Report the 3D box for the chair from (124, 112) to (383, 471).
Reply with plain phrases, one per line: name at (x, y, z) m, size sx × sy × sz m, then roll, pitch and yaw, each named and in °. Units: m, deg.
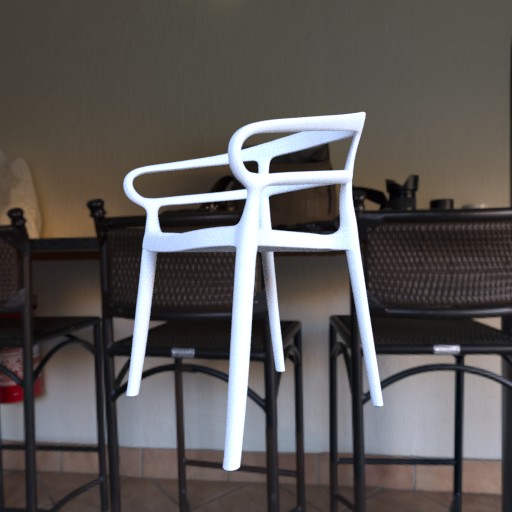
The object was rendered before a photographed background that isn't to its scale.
chair at (0.000, 0.000, 1.133) m, size 0.527 × 0.761 × 0.559 m, roll -1°, pitch 1°, yaw -36°
